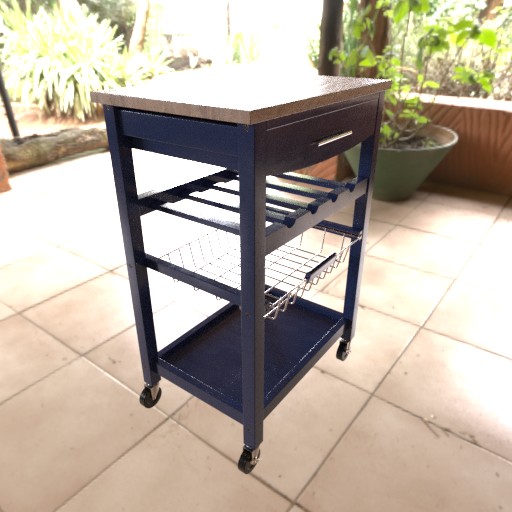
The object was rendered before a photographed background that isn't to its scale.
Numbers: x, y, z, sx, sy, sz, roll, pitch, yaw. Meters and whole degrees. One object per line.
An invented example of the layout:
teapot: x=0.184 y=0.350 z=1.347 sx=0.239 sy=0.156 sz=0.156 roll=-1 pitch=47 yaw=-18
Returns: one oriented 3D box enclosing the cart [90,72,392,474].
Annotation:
cart: x=0.000 y=0.000 z=1.161 sx=0.403 sy=0.839 sz=0.584 roll=18 pitch=32 yaw=32
